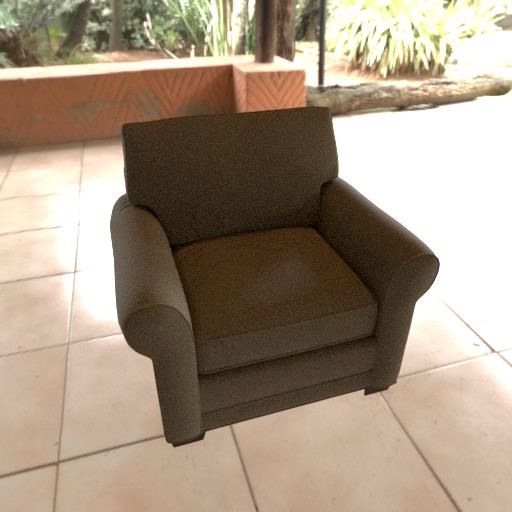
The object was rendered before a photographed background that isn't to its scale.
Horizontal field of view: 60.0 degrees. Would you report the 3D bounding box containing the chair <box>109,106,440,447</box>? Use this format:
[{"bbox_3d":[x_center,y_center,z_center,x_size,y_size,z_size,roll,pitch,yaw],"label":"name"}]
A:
[{"bbox_3d":[0.000,0.000,1.881,1.147,1.044,0.939,-10,33,-15],"label":"chair"}]
